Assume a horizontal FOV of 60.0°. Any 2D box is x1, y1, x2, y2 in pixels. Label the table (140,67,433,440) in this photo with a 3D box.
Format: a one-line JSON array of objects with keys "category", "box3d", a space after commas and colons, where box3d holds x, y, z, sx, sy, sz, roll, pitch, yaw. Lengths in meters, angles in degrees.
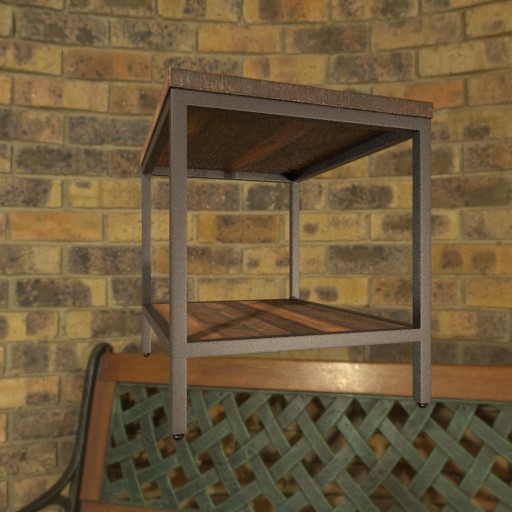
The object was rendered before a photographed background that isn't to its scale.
[{"category": "table", "box3d": [0.000, 0.000, 1.124, 0.524, 0.612, 0.678, 0, 0, -18]}]
